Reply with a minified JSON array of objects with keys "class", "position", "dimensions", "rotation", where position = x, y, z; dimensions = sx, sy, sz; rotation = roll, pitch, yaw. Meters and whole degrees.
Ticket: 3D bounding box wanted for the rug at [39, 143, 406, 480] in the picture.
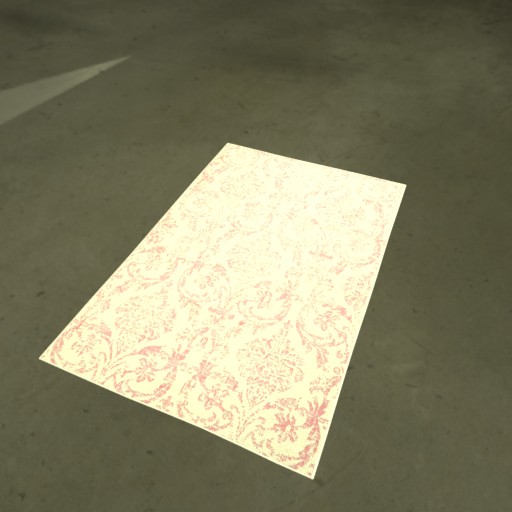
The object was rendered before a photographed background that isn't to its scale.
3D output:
[{"class":"rug","position":[0.000,0.000,3.426],"dimensions":[1.819,0.018,2.746],"rotation":[17,48,16]}]
